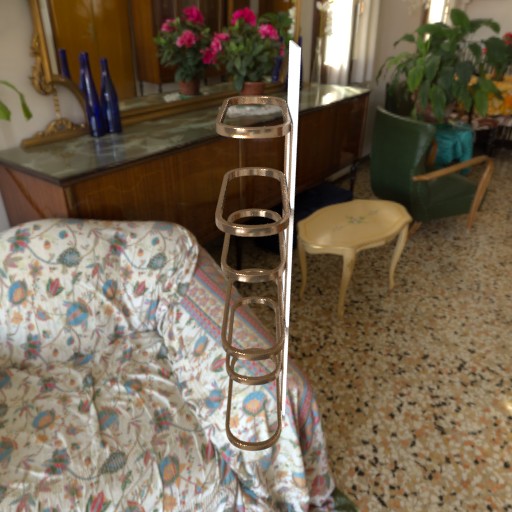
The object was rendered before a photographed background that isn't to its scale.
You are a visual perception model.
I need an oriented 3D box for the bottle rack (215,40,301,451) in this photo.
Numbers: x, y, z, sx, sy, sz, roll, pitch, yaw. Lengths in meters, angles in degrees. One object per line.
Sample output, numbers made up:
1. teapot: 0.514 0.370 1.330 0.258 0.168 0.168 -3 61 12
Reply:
1. bottle rack: 0.000 0.000 0.819 0.118 0.709 0.332 0 29 1
